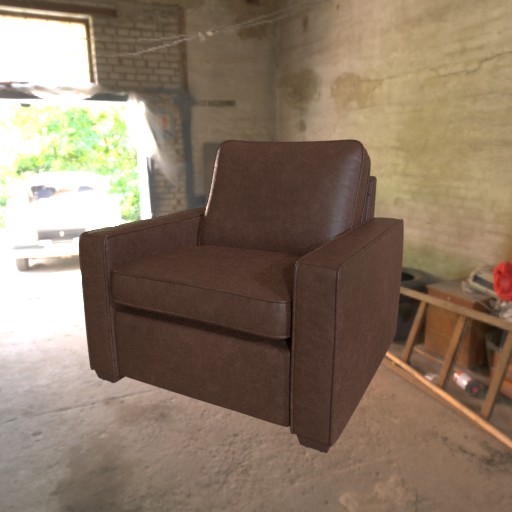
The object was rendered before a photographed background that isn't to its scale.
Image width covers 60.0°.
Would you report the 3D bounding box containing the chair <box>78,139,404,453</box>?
[{"bbox_3d":[0.000,0.000,1.791,1.017,0.919,0.940,7,16,27],"label":"chair"}]
